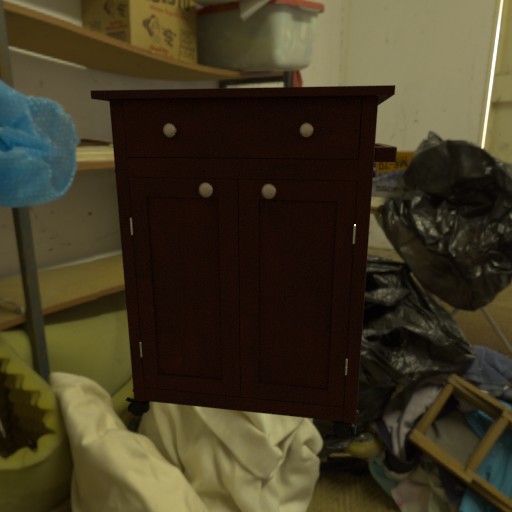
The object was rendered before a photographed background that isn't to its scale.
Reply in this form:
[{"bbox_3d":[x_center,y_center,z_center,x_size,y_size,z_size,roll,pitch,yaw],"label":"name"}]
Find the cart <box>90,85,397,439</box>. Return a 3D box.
[{"bbox_3d":[0.000,0.000,1.270,0.683,0.864,0.442,3,16,9],"label":"cart"}]
